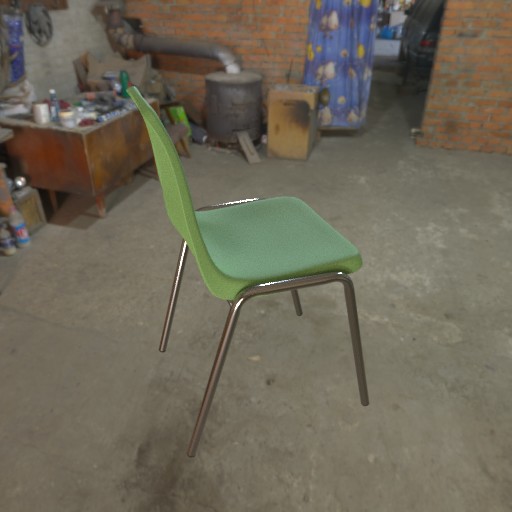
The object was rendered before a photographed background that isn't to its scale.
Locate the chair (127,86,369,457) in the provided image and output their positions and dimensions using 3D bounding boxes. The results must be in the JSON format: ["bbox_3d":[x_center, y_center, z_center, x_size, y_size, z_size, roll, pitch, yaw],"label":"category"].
[{"bbox_3d":[0.000,0.000,0.954,0.436,0.704,0.381,-11,33,-18],"label":"chair"}]
